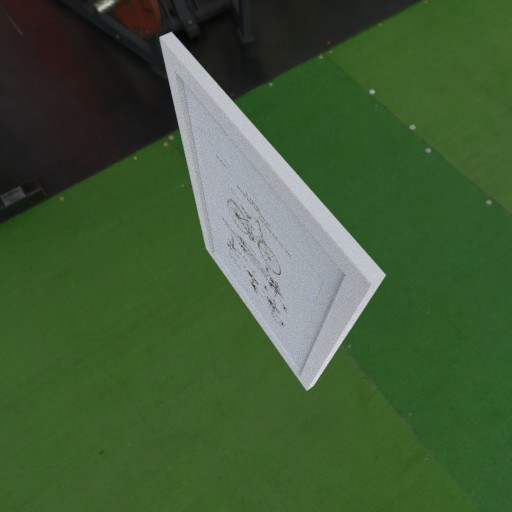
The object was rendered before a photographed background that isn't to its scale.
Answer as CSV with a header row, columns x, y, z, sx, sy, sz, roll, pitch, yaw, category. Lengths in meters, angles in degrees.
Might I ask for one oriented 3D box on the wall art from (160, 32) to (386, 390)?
x,y,z,sx,sy,sz,roll,pitch,yaw,category
0.000,0.000,0.610,0.015,0.477,0.332,-31,68,-14,wall art
